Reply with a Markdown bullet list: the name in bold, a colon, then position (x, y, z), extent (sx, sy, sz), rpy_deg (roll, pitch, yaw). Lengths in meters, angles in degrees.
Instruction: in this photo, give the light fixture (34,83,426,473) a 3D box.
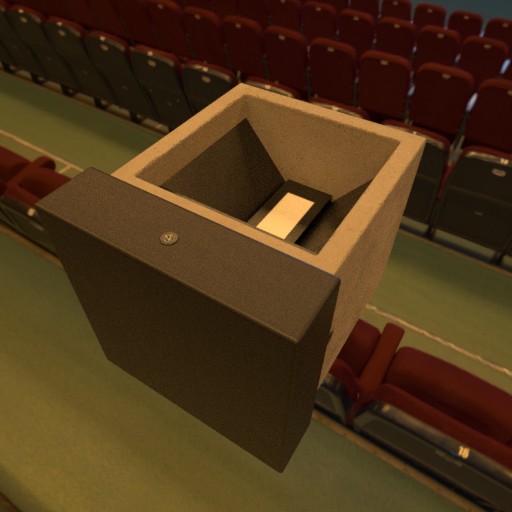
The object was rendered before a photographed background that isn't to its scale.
- **light fixture**: position (0.000, 0.000, 0.239), extent (0.121, 0.121, 0.143), rpy_deg (25, 52, 21)
